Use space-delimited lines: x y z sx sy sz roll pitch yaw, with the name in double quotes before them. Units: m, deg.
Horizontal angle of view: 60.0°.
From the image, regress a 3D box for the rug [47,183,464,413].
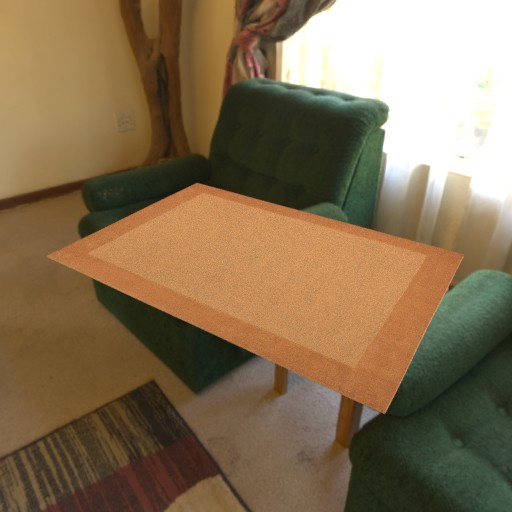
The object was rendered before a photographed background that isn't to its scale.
"rug" 0.000 0.000 2.336 1.829 0.014 1.219 19 36 28
